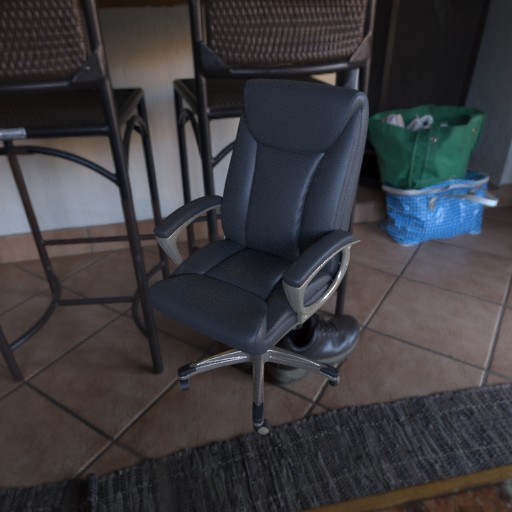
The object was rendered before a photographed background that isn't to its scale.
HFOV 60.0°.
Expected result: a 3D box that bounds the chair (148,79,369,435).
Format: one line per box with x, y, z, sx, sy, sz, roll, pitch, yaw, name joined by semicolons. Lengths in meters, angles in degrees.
0.000;0.000;1.696;0.694;1.188;0.748;19;35;29;chair
